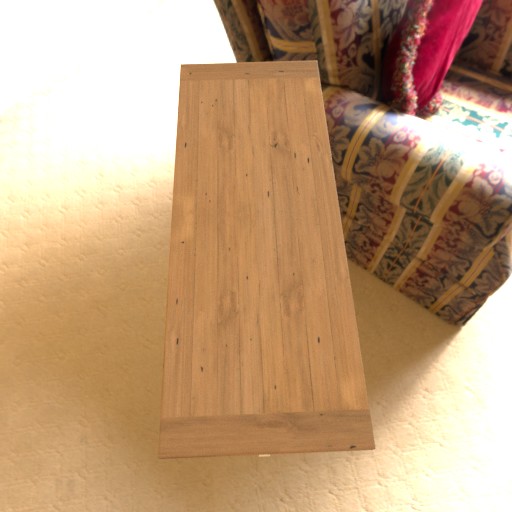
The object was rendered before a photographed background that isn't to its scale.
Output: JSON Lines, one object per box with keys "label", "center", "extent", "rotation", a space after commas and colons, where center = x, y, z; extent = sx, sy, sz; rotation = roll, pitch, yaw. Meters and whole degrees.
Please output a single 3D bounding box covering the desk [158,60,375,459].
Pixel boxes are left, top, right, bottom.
{"label": "desk", "center": [0.000, 0.000, 2.154], "extent": [0.688, 0.762, 1.803], "rotation": [-2, 63, -1]}
